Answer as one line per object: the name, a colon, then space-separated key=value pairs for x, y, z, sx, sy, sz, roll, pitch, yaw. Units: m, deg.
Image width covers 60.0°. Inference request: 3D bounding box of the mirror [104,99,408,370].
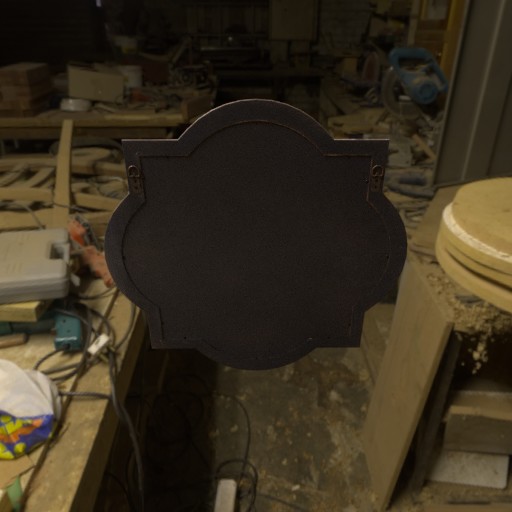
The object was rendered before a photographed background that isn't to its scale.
mirror: x=0.000 y=0.000 z=1.040 sx=0.686 sy=0.686 sz=0.019 roll=0 pitch=29 yaw=0
